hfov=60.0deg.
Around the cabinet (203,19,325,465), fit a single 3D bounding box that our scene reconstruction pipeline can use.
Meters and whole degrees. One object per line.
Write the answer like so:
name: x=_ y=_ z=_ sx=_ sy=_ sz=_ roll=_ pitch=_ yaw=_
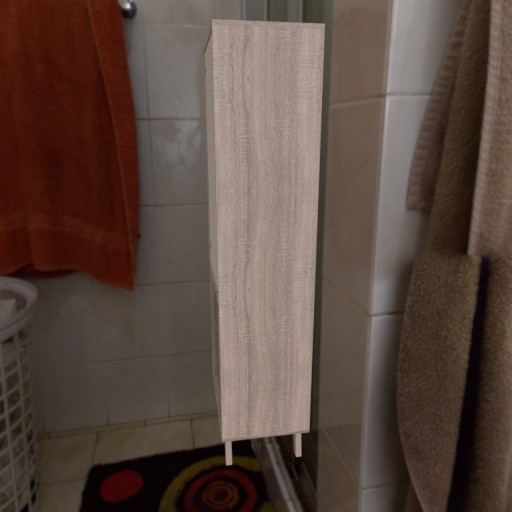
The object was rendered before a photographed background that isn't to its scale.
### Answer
cabinet: x=0.000 y=0.000 z=2.061 sx=0.400 sy=1.850 sz=0.570 roll=-3 pitch=16 yaw=-9
